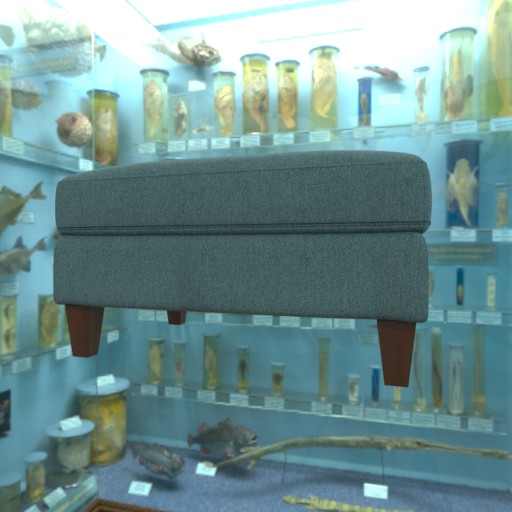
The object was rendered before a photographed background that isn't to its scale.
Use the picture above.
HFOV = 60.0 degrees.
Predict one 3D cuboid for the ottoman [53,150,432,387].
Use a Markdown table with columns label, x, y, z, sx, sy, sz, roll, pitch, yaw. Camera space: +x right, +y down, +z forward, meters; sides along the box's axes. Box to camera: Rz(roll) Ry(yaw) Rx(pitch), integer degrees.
| label | x | y | z | sx | sy | sz | roll | pitch | yaw |
| --- | --- | --- | --- | --- | --- | --- | --- | --- | --- |
| ottoman | 0.000 | 0.000 | 1.192 | 0.864 | 0.483 | 0.584 | 0 | 1 | 18 |
